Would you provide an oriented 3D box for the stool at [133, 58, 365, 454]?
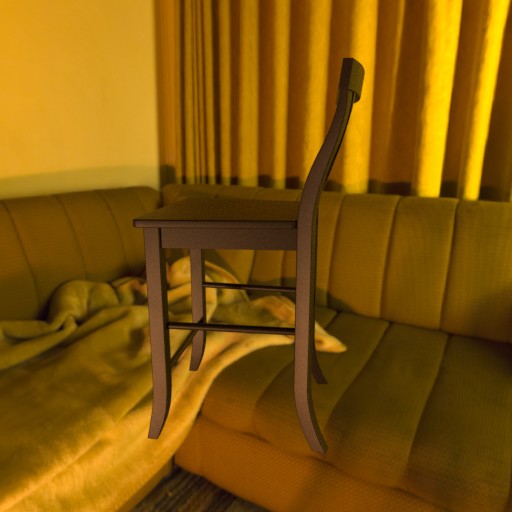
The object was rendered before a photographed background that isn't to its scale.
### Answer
[{"bbox_3d":[0.000,0.000,1.295,0.559,0.989,0.452,2,15,9],"label":"stool"}]
